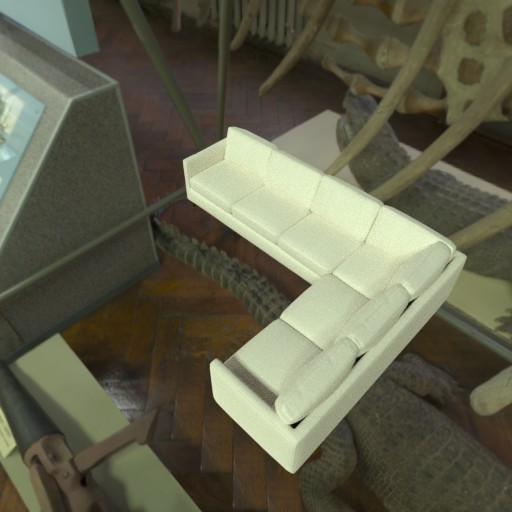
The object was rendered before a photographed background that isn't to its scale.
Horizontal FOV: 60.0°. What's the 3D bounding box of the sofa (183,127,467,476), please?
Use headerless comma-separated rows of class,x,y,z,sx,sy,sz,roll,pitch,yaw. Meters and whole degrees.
sofa,0.000,0.000,4.626,3.302,0.947,2.593,35,56,29
